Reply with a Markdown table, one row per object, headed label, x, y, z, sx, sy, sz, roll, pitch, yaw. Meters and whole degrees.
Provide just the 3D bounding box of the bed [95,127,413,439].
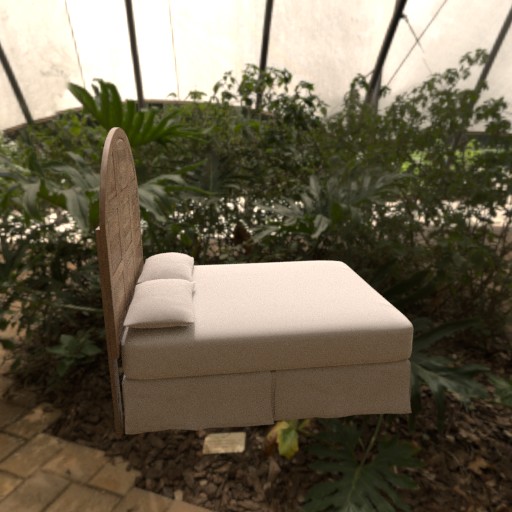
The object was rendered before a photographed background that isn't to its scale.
| label | x | y | z | sx | sy | sz | roll | pitch | yaw |
| --- | --- | --- | --- | --- | --- | --- | --- | --- | --- |
| bed | 0.000 | 0.000 | 3.597 | 2.112 | 2.002 | 1.713 | -2 | 16 | -8 |
